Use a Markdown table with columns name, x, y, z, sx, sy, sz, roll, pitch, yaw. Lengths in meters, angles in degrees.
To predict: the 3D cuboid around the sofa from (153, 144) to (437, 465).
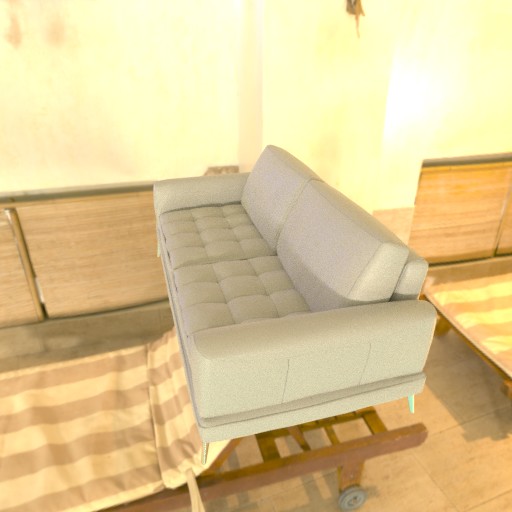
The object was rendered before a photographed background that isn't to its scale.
| name | x | y | z | sx | sy | sz | roll | pitch | yaw |
| --- | --- | --- | --- | --- | --- | --- | --- | --- | --- |
| sofa | 0.000 | 0.000 | 2.731 | 1.121 | 0.930 | 2.177 | -8 | 29 | -14 |
